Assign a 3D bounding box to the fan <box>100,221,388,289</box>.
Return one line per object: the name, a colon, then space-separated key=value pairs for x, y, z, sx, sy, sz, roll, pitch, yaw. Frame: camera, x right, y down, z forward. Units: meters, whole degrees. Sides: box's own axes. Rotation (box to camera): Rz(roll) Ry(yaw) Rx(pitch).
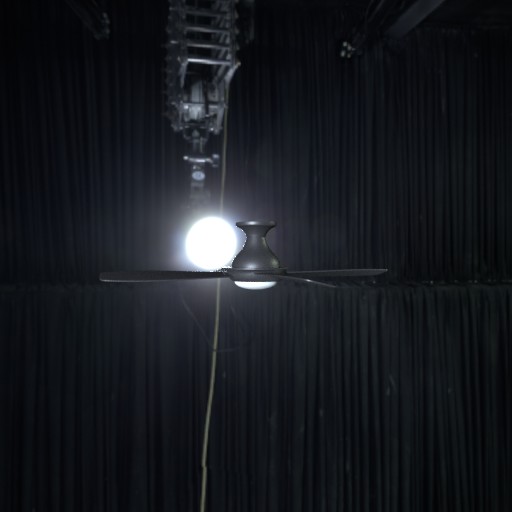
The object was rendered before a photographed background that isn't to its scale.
fan: x=0.000 y=0.000 z=2.546 sx=1.694 sy=0.382 sz=1.694 roll=0 pitch=0 yaw=-18
